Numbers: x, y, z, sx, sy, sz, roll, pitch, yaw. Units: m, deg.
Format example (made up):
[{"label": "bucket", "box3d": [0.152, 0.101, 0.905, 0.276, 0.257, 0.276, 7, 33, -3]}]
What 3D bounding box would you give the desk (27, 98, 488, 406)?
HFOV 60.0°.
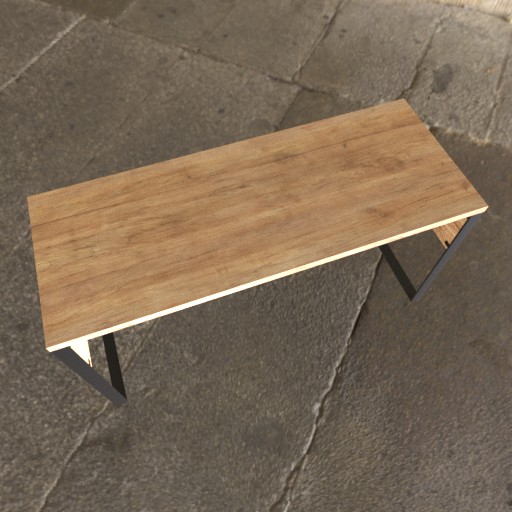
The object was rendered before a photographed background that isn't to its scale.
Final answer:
[{"label": "desk", "box3d": [0.000, 0.000, 1.896, 1.520, 0.760, 0.600, -17, 61, -10]}]
